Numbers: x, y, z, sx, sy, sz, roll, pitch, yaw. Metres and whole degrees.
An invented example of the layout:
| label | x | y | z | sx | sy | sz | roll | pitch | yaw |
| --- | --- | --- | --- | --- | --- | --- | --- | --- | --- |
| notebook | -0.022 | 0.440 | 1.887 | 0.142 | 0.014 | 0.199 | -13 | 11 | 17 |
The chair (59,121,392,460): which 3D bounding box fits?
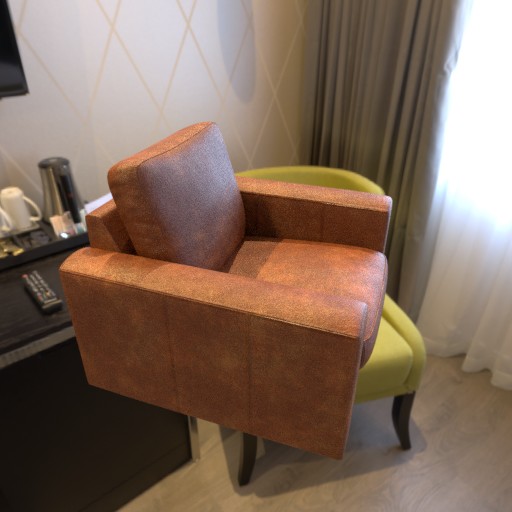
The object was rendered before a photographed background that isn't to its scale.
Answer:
| label | x | y | z | sx | sy | sz | roll | pitch | yaw |
| --- | --- | --- | --- | --- | --- | --- | --- | --- | --- |
| chair | 0.000 | 0.000 | 1.753 | 1.016 | 0.873 | 1.005 | 10 | 32 | 17 |
